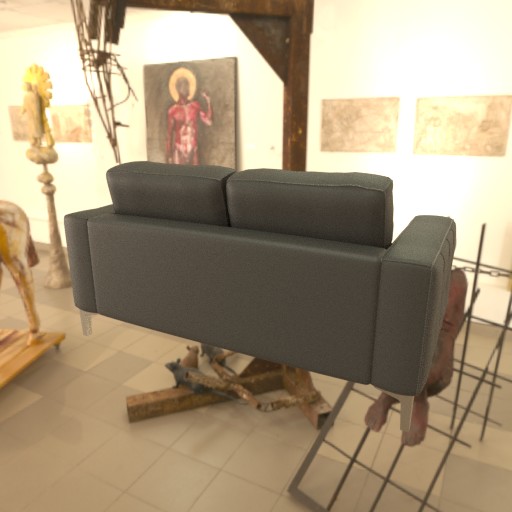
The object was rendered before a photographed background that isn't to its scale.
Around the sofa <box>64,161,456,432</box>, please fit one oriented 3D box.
[{"bbox_3d":[0.000,0.000,2.160,1.726,0.893,0.833,9,19,26],"label":"sofa"}]
